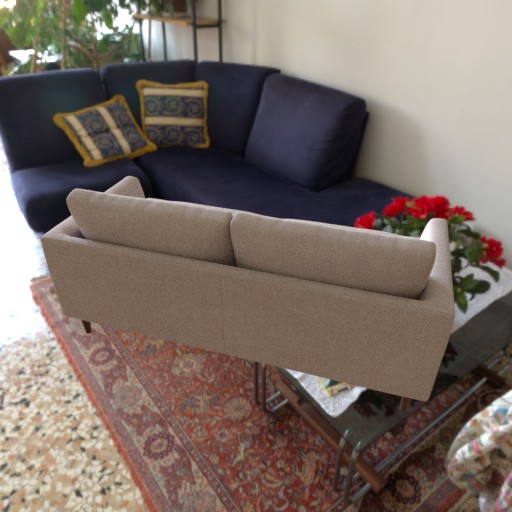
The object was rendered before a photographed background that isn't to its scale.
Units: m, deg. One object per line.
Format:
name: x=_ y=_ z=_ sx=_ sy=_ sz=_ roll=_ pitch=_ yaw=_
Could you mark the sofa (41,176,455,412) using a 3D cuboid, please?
sofa: x=0.000 y=0.000 z=2.460 sx=1.948 sy=0.868 sz=1.020 roll=10 pitch=34 yaw=15
